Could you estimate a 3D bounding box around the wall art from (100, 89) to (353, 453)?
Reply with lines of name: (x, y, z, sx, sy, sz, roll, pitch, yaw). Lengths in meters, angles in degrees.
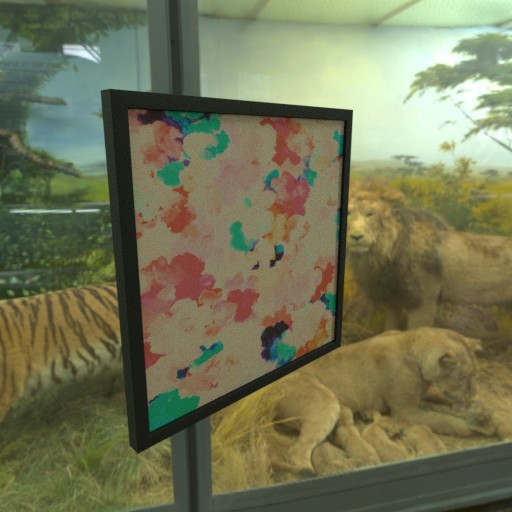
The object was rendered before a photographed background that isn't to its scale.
wall art: (0.000, 0.000, 0.463, 0.306, 0.304, 0.015, -14, 20, -42)
